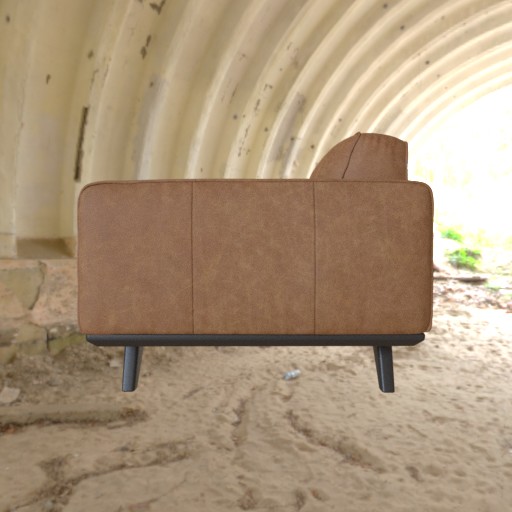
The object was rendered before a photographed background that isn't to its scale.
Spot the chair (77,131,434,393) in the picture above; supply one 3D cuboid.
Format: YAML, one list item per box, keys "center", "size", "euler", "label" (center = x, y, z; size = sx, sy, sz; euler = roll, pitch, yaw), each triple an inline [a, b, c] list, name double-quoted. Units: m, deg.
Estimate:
- center: [0.000, 0.000, 1.688]
  size: [0.952, 0.782, 1.118]
  euler: [0, 1, 1]
  label: "chair"
